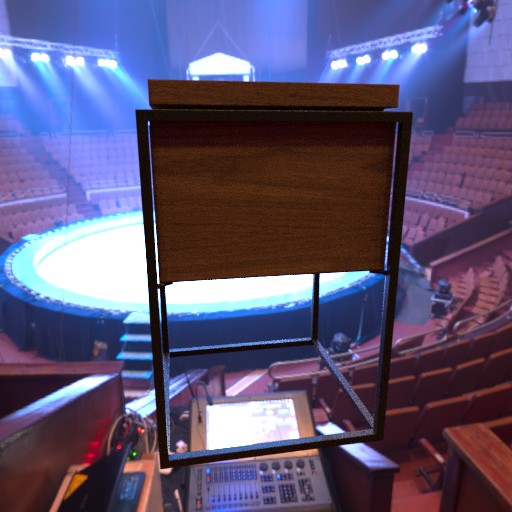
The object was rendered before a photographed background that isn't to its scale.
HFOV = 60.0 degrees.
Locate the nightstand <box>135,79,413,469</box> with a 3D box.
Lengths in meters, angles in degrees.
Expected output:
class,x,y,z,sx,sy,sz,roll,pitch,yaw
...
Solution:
class,x,y,z,sx,sy,sz,roll,pitch,yaw
nightstand,0.000,0.000,0.875,0.397,0.607,0.397,-3,16,-10
